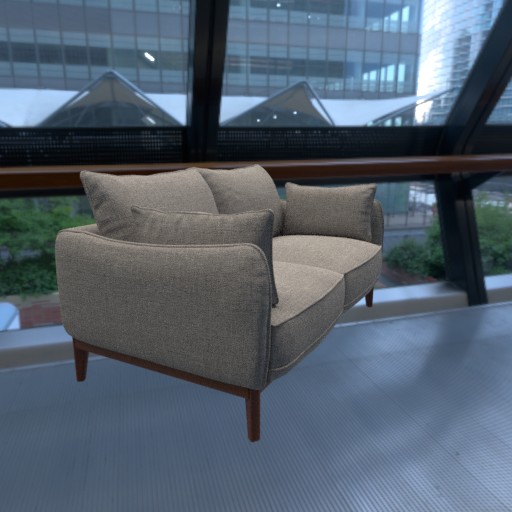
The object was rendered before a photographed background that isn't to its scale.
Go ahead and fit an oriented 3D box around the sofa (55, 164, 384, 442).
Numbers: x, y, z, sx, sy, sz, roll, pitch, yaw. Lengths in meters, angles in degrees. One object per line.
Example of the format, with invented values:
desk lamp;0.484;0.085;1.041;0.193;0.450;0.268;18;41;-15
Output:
sofa;0.000;0.000;2.159;0.972;0.851;1.580;7;15;28
